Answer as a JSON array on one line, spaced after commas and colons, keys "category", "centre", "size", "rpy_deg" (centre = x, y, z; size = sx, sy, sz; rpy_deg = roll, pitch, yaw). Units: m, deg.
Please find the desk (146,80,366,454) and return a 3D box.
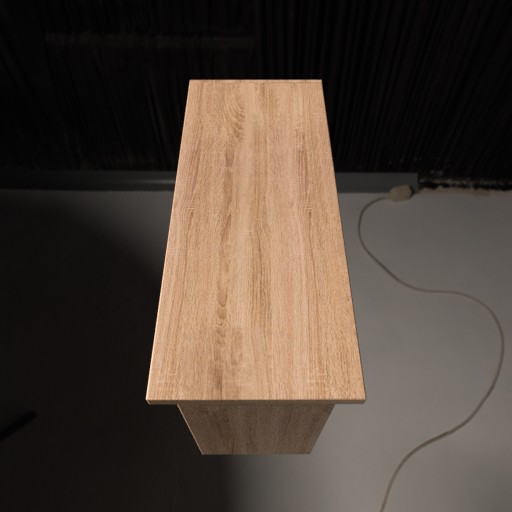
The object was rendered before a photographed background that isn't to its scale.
[{"category": "desk", "centre": [0.000, 0.000, 1.678], "size": [0.500, 0.750, 1.300], "rpy_deg": [0, 56, 0]}]
